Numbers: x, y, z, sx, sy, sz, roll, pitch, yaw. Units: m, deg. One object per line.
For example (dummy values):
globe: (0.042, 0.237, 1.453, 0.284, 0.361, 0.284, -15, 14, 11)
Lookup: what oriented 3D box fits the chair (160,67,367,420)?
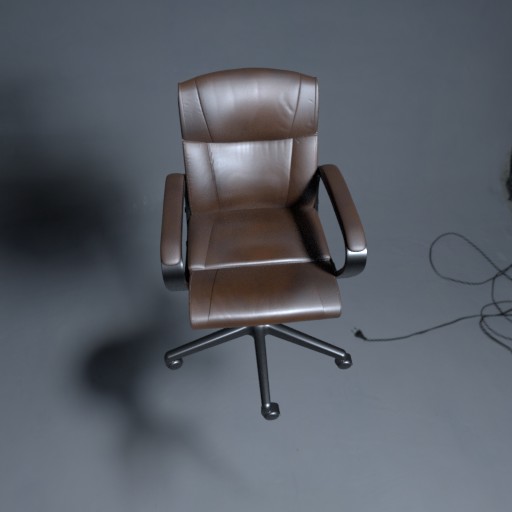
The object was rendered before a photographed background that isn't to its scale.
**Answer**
chair: (0.000, 0.000, 1.509, 0.739, 1.004, 0.717, -4, 46, -4)
